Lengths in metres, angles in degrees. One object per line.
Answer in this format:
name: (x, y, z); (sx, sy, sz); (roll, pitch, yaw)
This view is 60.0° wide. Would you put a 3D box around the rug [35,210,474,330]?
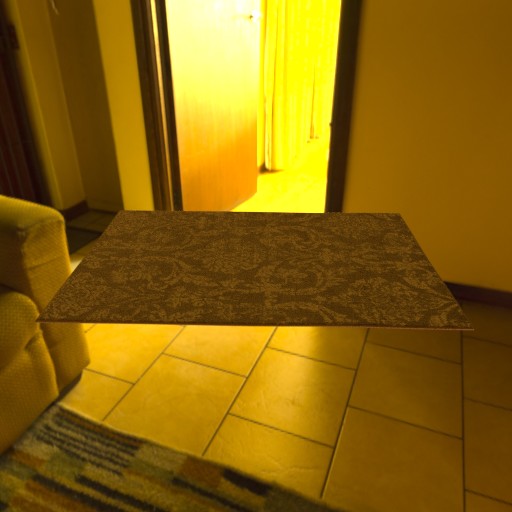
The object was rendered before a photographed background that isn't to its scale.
rug: (0.000, 0.000, 2.365); (1.824, 0.012, 1.206); (1, 29, 1)
